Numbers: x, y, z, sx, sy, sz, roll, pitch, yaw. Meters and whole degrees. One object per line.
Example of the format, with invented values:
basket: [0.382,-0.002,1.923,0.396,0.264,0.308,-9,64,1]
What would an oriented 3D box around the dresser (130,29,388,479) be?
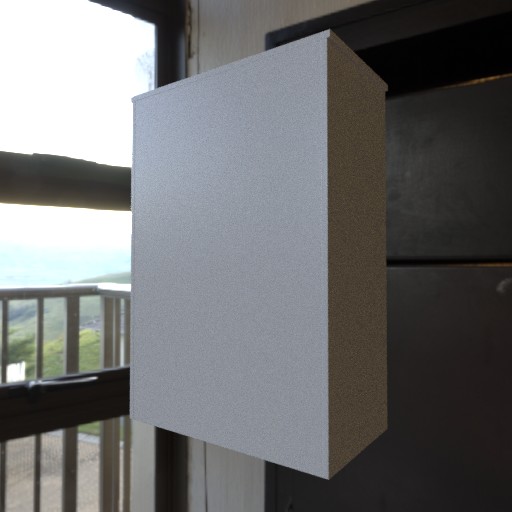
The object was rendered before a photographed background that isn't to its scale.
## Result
dresser: [0.000,0.000,1.369,0.704,1.021,0.401,-1,-2,36]
